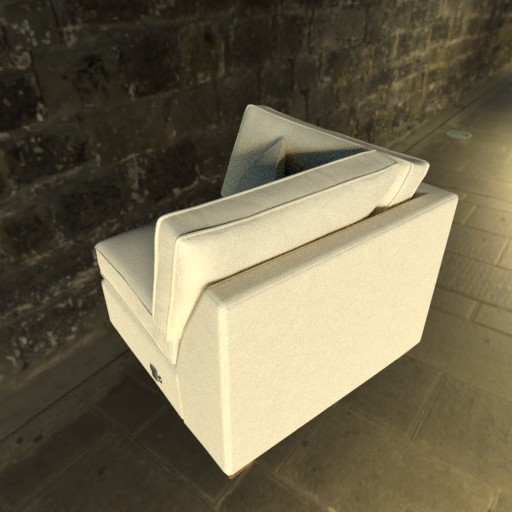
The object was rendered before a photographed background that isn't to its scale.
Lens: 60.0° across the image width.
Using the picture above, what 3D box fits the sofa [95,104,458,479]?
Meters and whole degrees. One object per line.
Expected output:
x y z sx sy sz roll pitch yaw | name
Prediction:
0.000 0.000 1.917 1.146 1.002 1.084 -23 39 -31 | sofa
